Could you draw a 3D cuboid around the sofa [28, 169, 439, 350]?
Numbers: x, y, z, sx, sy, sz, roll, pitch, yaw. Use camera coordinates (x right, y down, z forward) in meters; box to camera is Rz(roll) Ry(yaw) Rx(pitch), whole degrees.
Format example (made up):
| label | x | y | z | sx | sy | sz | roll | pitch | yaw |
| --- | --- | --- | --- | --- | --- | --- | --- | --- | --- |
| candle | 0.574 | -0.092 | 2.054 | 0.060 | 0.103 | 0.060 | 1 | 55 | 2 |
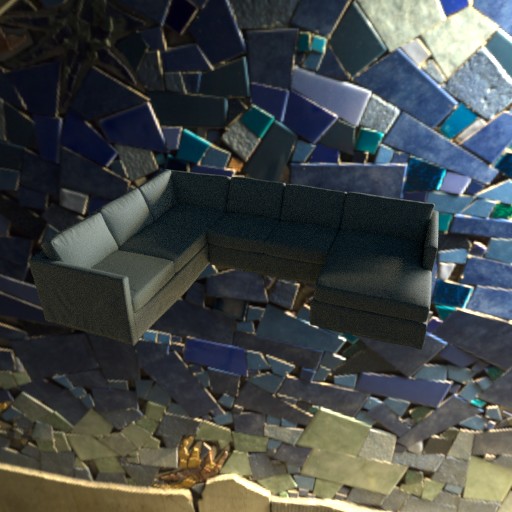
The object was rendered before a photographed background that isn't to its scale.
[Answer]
| label | x | y | z | sx | sy | sz | roll | pitch | yaw |
| --- | --- | --- | --- | --- | --- | --- | --- | --- | --- |
| sofa | 0.000 | 0.000 | 4.529 | 3.460 | 0.882 | 2.427 | 10 | 31 | 18 |
